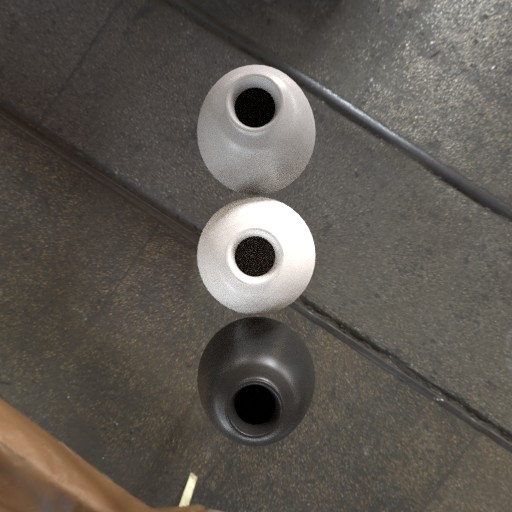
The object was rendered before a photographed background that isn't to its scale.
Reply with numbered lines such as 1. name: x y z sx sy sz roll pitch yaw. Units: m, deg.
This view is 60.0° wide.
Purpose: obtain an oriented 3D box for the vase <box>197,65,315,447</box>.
1. vase: 0.000 0.000 0.349 0.097 0.122 0.297 0 90 1
